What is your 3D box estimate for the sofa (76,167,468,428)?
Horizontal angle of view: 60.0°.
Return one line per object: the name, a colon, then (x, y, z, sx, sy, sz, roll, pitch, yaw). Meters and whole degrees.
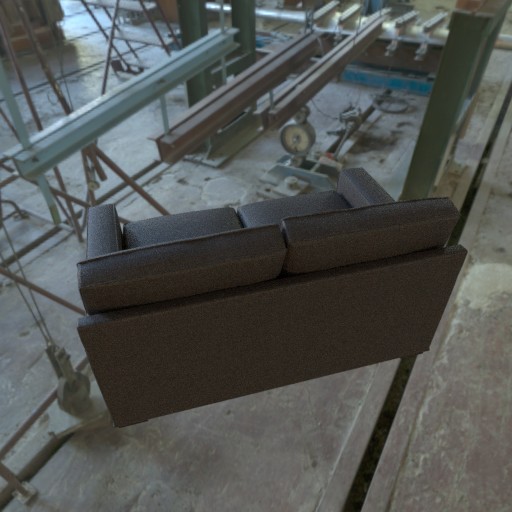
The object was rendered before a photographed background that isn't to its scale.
sofa: (0.000, 0.000, 2.152, 1.534, 0.887, 0.974, -10, 42, -12)
